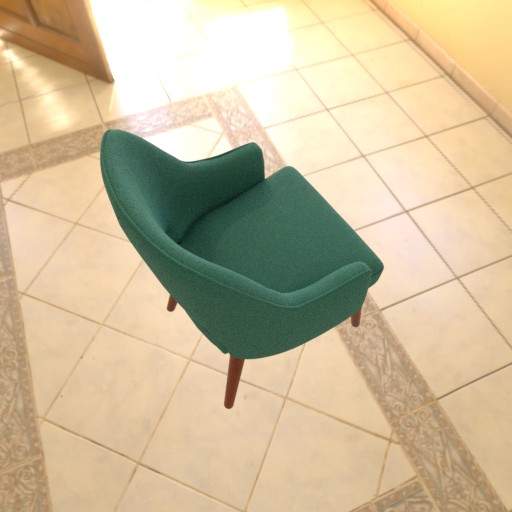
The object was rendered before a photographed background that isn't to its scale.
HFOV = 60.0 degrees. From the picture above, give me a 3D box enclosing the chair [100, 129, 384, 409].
[{"bbox_3d":[0.000,0.000,1.228,0.605,0.849,0.548,-29,62,-17],"label":"chair"}]
